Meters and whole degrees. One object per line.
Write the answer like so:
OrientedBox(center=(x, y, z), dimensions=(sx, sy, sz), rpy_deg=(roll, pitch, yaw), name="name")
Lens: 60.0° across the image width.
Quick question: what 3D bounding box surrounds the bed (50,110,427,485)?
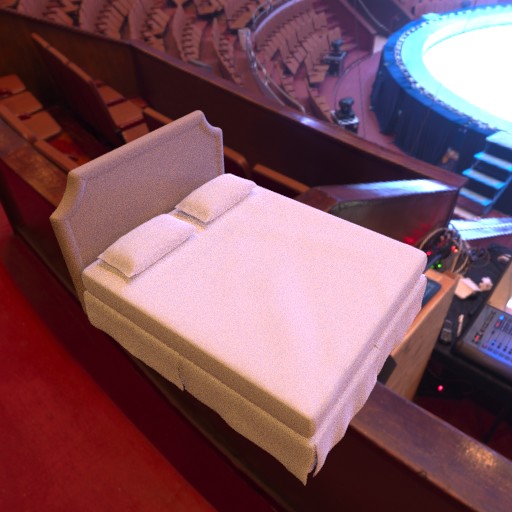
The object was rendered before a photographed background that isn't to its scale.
OrientedBox(center=(0.000, 0.000, 4.127), dimensions=(2.773, 1.590, 2.350), rpy_deg=(26, 47, 27), name="bed")
